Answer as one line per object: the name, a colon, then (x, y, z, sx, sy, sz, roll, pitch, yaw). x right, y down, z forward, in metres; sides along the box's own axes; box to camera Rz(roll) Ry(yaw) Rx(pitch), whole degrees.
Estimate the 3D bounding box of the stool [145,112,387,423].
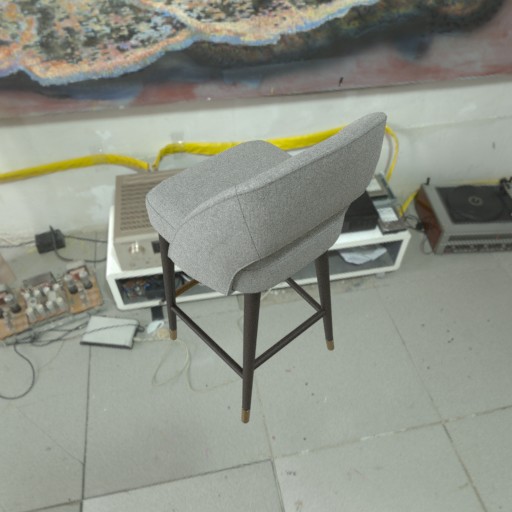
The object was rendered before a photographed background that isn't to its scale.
stool: (0.000, 0.000, 1.313, 0.494, 1.037, 0.509, -33, 56, -26)
